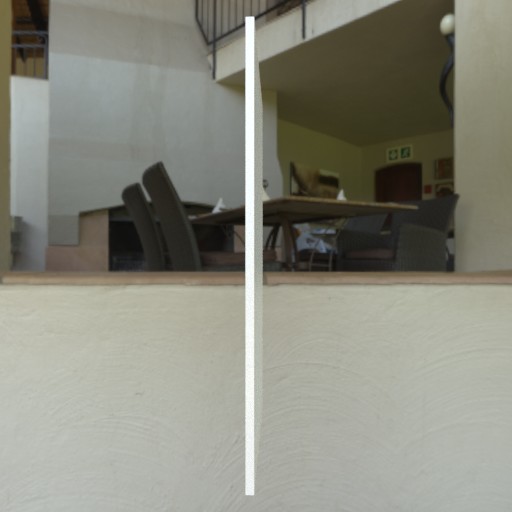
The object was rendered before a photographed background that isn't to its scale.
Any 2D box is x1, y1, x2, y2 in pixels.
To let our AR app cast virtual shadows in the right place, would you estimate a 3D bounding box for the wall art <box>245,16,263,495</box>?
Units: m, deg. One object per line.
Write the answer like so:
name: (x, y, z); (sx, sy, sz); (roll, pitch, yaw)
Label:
wall art: (0.000, 0.000, 0.822); (0.013, 0.683, 0.380); (0, 0, 3)
